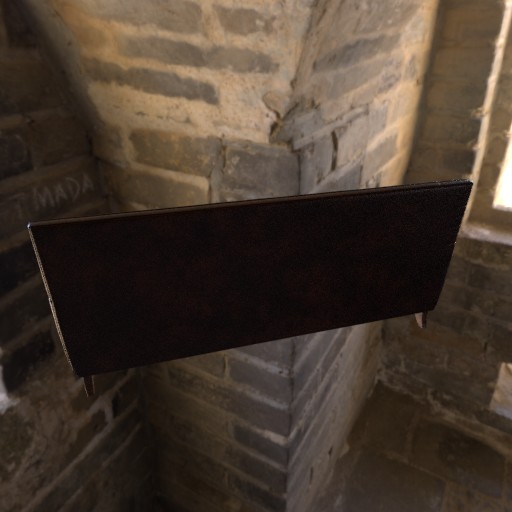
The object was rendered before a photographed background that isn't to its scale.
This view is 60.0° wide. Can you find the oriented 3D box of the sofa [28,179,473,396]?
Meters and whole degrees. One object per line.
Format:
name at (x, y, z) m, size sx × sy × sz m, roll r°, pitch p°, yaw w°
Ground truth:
sofa at (0.000, 0.000, 2.404) m, size 1.995 × 0.871 × 0.786 m, roll -8°, pitch 26°, yaw -16°
